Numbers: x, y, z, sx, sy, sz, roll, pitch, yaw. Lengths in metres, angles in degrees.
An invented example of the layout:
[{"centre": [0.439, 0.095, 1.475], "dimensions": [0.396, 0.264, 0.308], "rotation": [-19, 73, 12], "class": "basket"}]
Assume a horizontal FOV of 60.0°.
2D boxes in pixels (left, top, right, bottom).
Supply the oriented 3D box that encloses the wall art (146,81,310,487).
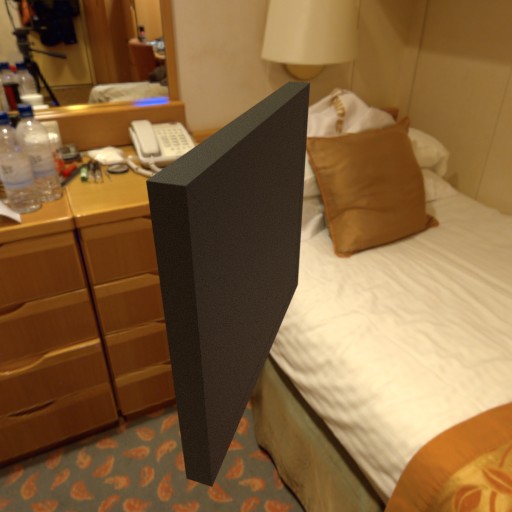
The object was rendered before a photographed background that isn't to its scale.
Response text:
[{"centre": [0.000, 0.000, 0.529], "dimensions": [0.029, 0.330, 0.381], "rotation": [10, 32, 15], "class": "wall art"}]
